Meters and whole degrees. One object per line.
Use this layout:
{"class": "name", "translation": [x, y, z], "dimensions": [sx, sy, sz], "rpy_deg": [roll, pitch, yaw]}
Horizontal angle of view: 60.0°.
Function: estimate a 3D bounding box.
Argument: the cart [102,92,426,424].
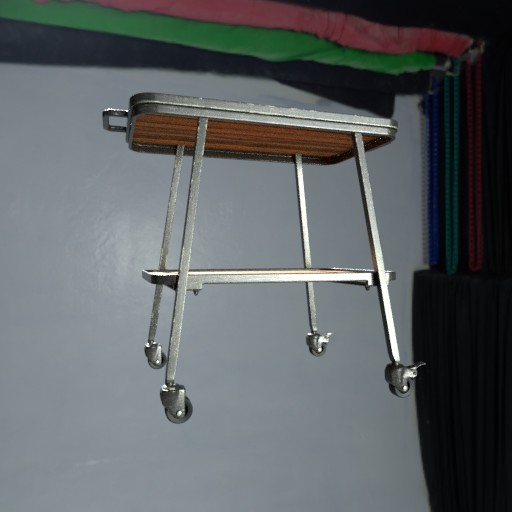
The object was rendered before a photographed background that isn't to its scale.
{"class": "cart", "translation": [0.000, 0.000, 1.233], "dimensions": [0.806, 0.700, 0.515], "rpy_deg": [0, 0, -18]}
